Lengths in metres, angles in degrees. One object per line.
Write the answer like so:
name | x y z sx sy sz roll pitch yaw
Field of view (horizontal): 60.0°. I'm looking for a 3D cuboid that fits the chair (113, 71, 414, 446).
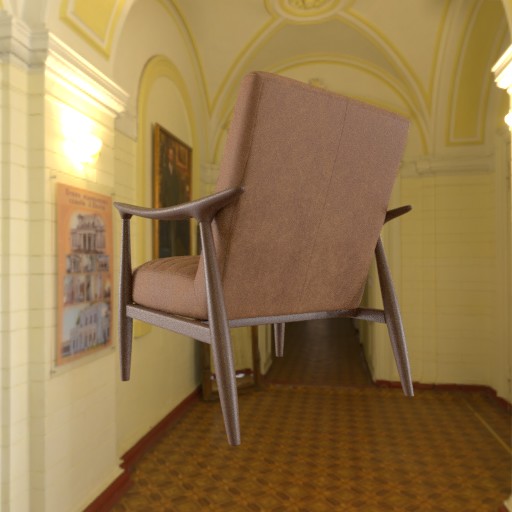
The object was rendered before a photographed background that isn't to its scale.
chair | 0.000 0.000 1.436 0.741 0.832 0.798 0 -1 -35
